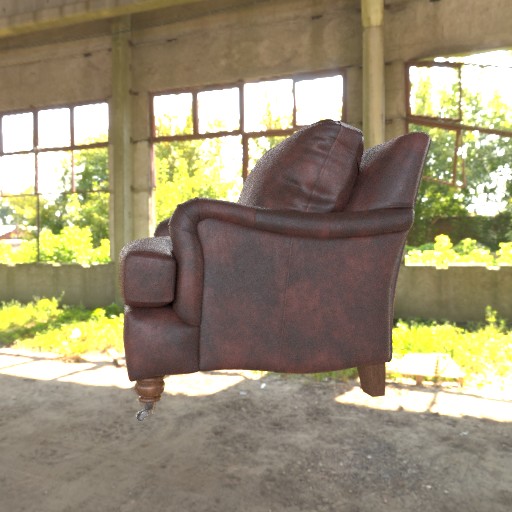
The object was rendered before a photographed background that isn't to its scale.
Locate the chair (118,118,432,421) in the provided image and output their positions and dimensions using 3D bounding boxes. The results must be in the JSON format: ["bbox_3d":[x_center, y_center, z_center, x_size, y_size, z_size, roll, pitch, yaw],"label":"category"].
[{"bbox_3d":[0.000,0.000,1.947,1.156,1.051,0.987,0,0,-16],"label":"chair"}]
